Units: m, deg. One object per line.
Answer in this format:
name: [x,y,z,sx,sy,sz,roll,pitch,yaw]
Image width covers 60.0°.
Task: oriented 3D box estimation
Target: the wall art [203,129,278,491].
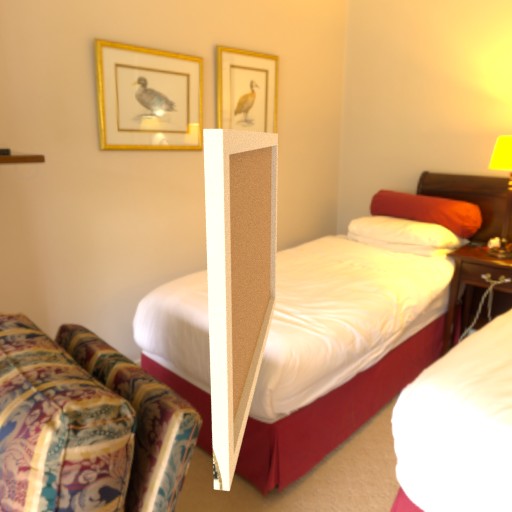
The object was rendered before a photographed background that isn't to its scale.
wall art: [0.000,0.000,1.426,0.038,0.767,1.144,2,15,7]
